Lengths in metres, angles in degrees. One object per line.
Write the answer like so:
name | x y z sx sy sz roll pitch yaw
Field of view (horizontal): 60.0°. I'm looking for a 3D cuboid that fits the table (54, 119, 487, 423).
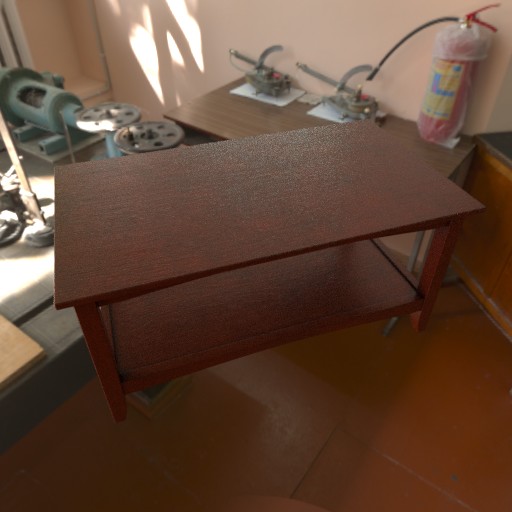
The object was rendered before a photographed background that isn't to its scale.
table | 0.000 0.000 1.240 0.943 0.456 0.533 -13 42 -15
